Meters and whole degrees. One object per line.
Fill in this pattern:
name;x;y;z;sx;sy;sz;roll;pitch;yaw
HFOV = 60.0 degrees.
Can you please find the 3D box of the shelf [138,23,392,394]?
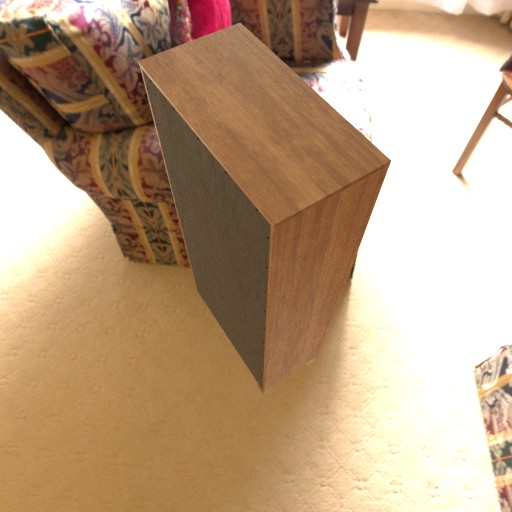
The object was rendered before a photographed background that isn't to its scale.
shelf;0.000;0.000;2.301;0.453;1.930;0.864;-29;63;-17
